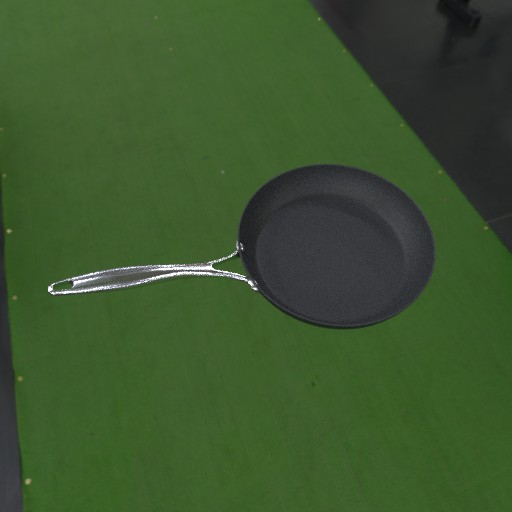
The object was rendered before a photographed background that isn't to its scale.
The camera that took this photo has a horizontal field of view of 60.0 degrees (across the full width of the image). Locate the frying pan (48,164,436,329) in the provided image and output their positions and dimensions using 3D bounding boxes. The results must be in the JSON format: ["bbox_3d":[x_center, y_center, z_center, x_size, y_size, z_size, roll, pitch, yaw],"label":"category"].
[{"bbox_3d":[0.000,0.000,0.558,0.472,0.105,0.255,-15,59,-9],"label":"frying pan"}]
